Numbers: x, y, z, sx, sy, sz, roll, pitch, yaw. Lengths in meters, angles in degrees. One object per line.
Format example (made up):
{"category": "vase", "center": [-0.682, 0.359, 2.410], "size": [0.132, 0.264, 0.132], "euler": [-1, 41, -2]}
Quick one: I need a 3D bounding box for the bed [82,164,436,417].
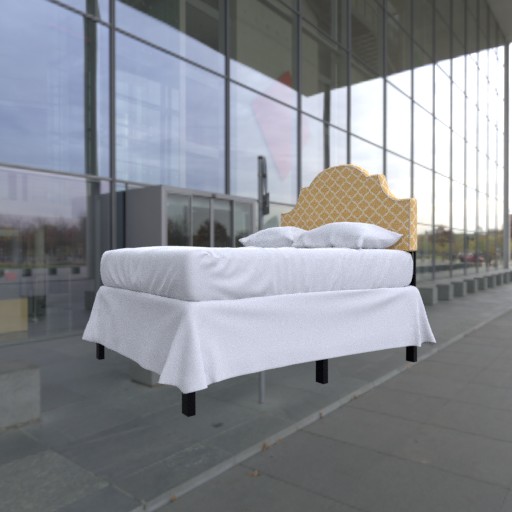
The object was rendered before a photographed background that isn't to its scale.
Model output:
{"category": "bed", "center": [0.000, 0.000, 3.470], "size": [2.222, 1.633, 1.780], "euler": [0, 0, -36]}
